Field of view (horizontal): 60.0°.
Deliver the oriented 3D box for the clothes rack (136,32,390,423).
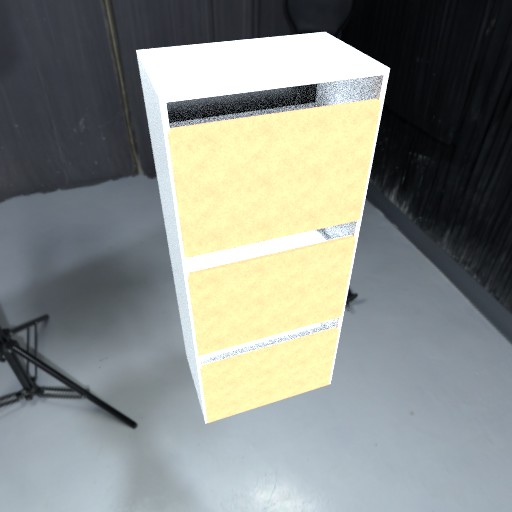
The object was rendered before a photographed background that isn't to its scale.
[{"bbox_3d":[0.000,0.000,1.398,0.500,1.187,0.330,-13,42,-15],"label":"clothes rack"}]
